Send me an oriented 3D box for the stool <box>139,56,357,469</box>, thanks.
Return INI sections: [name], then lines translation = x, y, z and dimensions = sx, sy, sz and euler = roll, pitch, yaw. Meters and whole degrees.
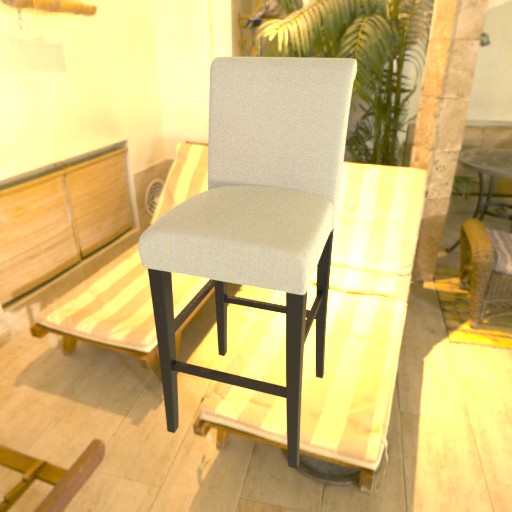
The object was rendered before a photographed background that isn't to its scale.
[stool]
translation = 0.000, 0.000, 1.395
dimensions = 0.452, 1.124, 0.597
euler = 9, 28, 17
